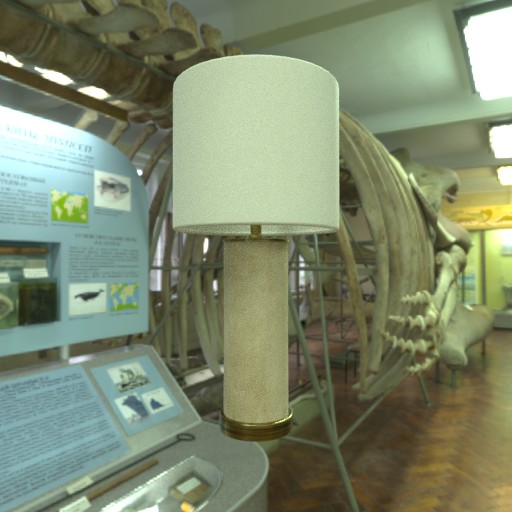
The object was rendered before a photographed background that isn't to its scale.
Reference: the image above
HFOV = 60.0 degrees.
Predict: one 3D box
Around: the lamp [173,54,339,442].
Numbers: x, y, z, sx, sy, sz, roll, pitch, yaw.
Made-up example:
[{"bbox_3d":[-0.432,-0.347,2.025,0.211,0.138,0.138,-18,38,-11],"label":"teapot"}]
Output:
[{"bbox_3d":[0.000,0.000,0.826,0.305,0.634,0.305,0,-1,0],"label":"lamp"}]
